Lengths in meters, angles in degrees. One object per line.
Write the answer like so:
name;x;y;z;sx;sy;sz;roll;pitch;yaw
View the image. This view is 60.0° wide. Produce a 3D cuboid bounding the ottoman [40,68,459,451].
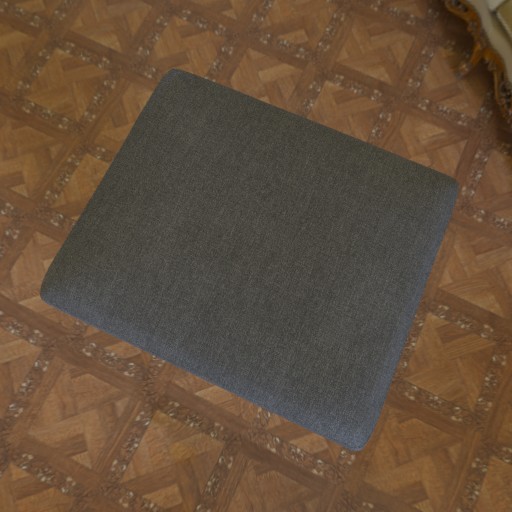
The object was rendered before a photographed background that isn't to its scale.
ottoman;0.000;0.000;1.218;0.821;0.474;0.693;24;76;6
